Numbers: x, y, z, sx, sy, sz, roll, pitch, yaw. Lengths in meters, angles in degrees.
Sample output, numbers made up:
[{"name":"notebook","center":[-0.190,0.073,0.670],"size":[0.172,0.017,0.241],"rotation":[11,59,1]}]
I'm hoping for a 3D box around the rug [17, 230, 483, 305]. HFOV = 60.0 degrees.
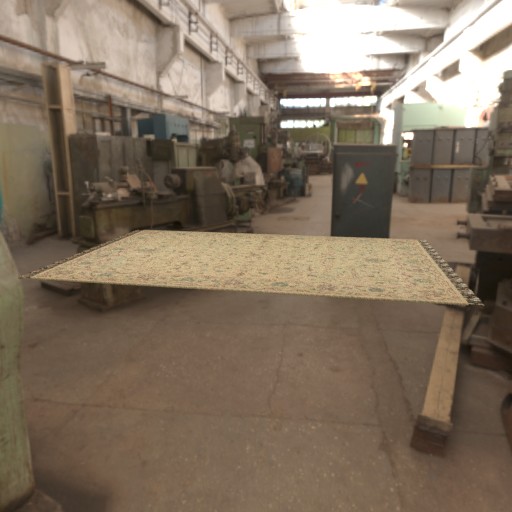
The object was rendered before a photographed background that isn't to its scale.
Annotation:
[{"name":"rug","center":[0.000,0.000,2.983],"size":[2.435,0.010,1.544],"rotation":[3,14,10]}]
